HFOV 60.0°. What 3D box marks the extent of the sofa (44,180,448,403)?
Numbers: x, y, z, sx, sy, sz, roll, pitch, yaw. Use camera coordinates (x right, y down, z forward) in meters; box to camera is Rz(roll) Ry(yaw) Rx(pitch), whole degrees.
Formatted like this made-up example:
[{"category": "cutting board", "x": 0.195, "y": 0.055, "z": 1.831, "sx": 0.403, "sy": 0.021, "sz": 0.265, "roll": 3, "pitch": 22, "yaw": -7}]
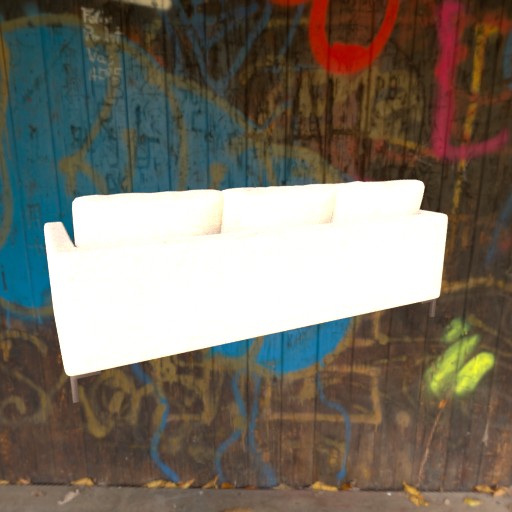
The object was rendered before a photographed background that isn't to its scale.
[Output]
[{"category": "sofa", "x": 0.000, "y": 0.000, "z": 2.634, "sx": 2.218, "sy": 0.874, "sz": 0.859, "roll": -7, "pitch": 16, "yaw": -26}]
